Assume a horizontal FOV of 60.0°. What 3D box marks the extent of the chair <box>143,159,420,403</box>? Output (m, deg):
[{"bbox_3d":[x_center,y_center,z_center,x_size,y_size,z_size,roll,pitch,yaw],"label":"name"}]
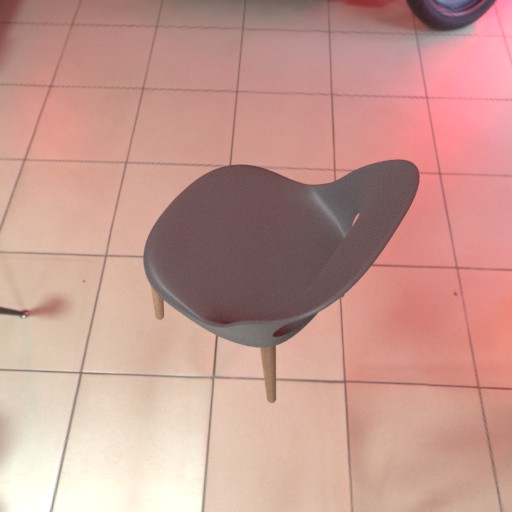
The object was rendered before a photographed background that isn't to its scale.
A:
[{"bbox_3d":[0.000,0.000,1.152,0.556,0.795,0.470,32,67,15],"label":"chair"}]
